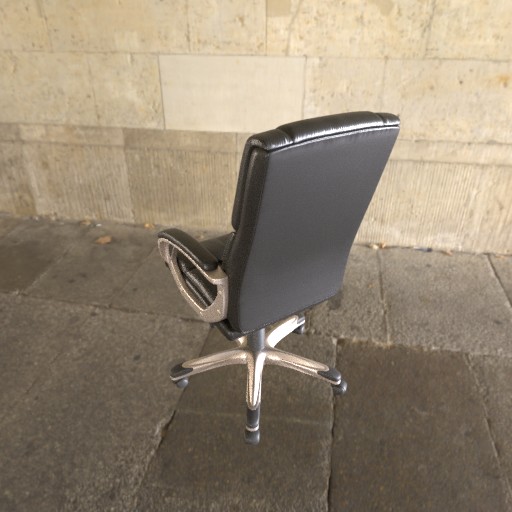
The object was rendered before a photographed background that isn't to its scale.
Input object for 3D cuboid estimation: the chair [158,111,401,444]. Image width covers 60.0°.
[{"bbox_3d":[0.000,0.000,1.657,0.700,1.145,0.780,-18,35,-29],"label":"chair"}]
